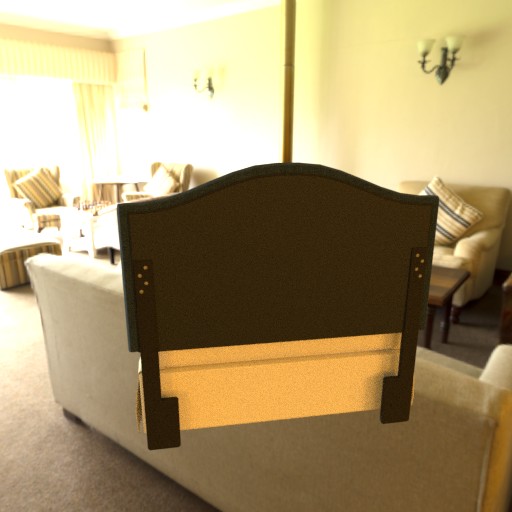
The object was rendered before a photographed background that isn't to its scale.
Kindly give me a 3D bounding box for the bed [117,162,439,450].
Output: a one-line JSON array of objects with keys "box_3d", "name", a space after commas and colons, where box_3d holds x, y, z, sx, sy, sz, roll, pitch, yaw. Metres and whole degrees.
[{"box_3d": [0.000, 0.000, 3.336, 1.713, 1.518, 2.153, -3, 16, -9], "name": "bed"}]
